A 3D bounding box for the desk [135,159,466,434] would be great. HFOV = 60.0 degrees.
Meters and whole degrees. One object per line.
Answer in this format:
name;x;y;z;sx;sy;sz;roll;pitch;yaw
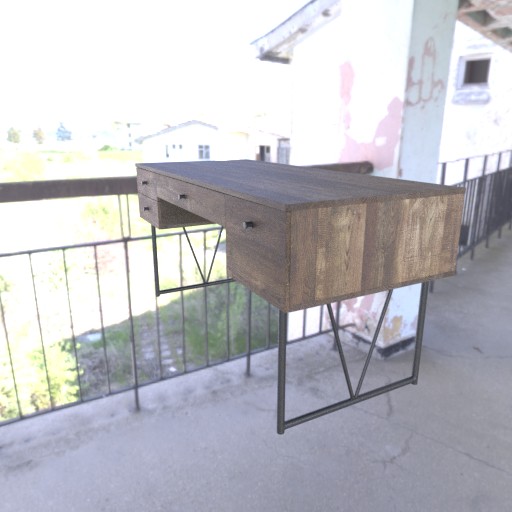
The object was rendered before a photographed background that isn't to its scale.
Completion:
desk;0.000;0.000;2.096;0.730;0.780;1.600;-9;18;-27
